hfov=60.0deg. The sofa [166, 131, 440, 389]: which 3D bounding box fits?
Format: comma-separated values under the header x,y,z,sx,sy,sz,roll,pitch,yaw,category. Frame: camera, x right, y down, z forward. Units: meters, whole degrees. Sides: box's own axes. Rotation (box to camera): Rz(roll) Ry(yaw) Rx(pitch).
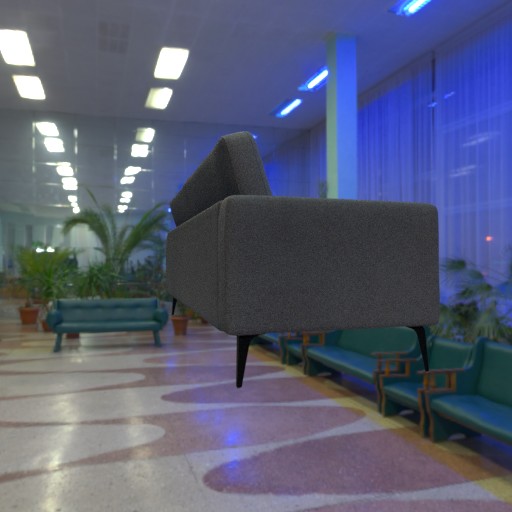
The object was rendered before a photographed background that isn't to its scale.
x,y,z,sx,sy,sz,roll,pitch,yaw,category
0.000,0.000,2.347,0.774,0.828,1.925,0,-1,-17,sofa
